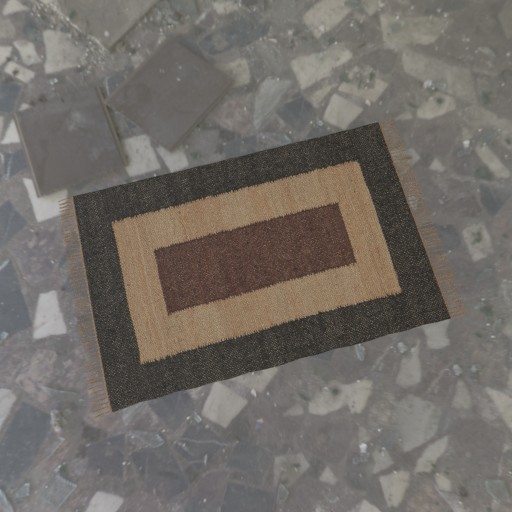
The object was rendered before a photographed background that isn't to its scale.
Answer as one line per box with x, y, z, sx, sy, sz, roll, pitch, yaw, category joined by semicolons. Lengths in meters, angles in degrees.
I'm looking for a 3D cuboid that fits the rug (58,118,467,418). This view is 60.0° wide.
0.000;0.000;1.845;1.541;0.013;0.920;-14;77;-3;rug
